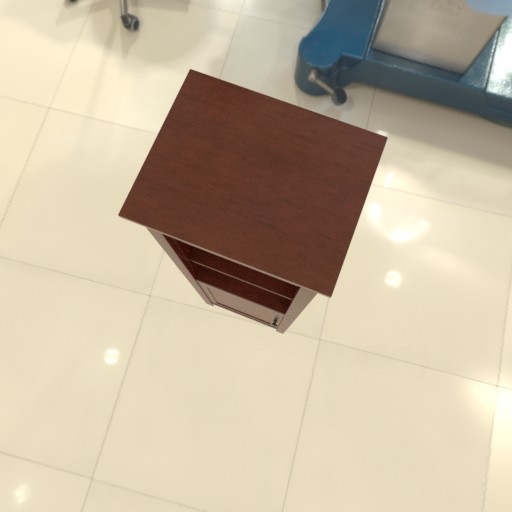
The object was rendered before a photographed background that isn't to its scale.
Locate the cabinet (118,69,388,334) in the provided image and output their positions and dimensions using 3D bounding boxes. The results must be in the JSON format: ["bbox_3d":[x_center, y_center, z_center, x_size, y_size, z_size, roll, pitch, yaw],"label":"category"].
[{"bbox_3d":[0.000,0.000,1.739,0.500,1.518,0.401,21,77,5],"label":"cabinet"}]
